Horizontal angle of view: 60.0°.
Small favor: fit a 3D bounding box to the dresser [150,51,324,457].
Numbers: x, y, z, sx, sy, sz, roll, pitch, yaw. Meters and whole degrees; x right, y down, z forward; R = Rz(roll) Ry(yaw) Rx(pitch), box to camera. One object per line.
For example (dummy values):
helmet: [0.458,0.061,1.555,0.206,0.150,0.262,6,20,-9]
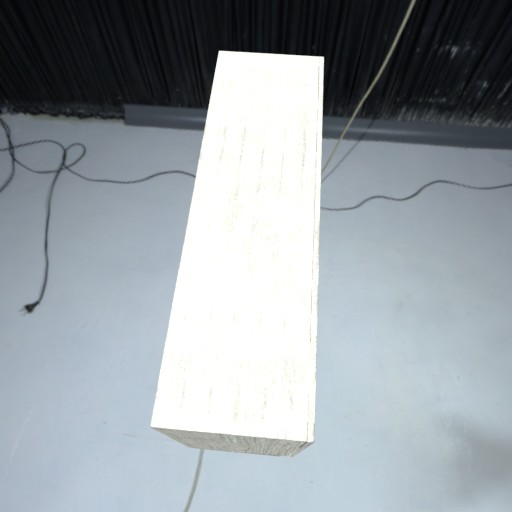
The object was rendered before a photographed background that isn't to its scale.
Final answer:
dresser: [0.000,0.000,2.052,0.483,0.889,1.628,4,63,2]
